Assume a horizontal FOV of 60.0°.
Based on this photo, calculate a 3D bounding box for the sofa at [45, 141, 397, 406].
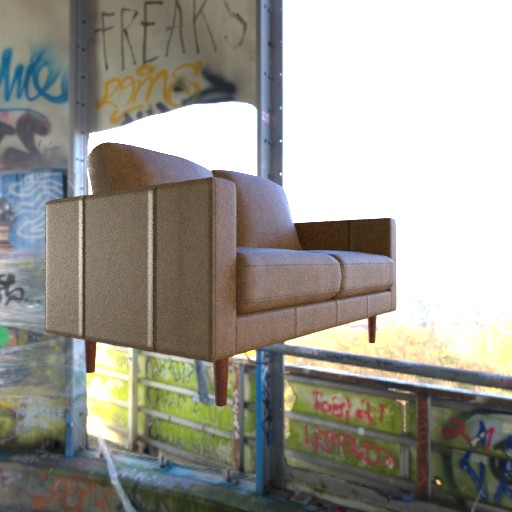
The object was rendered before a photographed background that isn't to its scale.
[{"bbox_3d":[0.000,0.000,2.110,0.909,0.951,1.578,0,-1,36],"label":"sofa"}]
